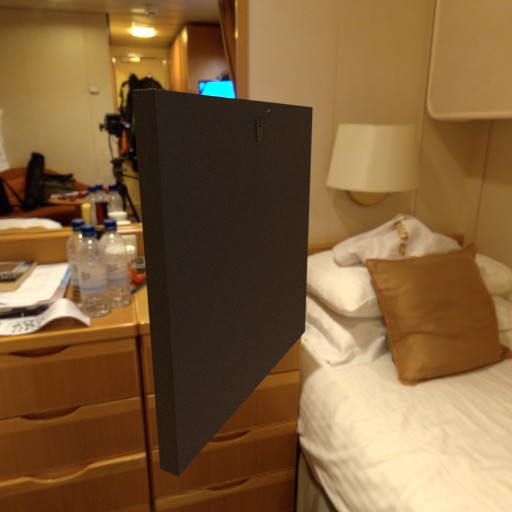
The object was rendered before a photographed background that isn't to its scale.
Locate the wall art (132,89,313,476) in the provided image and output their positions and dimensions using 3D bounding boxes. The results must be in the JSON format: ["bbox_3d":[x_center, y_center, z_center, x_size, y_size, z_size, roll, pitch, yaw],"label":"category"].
[{"bbox_3d":[0.000,0.000,0.528,0.038,0.349,0.349,8,18,25],"label":"wall art"}]
